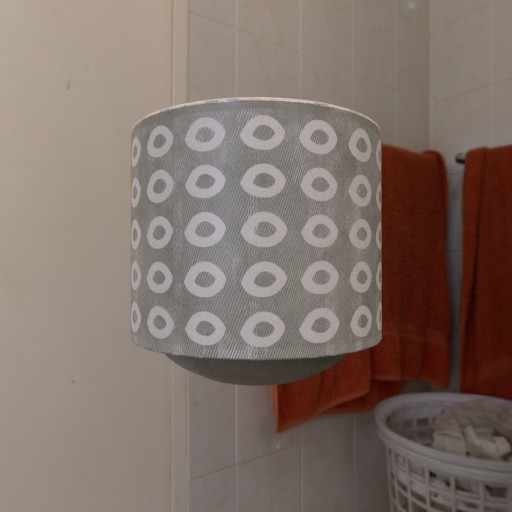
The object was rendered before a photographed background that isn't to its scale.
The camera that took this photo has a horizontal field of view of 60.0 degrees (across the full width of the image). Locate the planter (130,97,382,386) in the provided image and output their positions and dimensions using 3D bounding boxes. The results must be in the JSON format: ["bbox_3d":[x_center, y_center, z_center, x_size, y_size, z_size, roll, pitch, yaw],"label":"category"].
[{"bbox_3d":[0.000,0.000,0.349,0.190,0.181,0.190,0,-1,0],"label":"planter"}]
